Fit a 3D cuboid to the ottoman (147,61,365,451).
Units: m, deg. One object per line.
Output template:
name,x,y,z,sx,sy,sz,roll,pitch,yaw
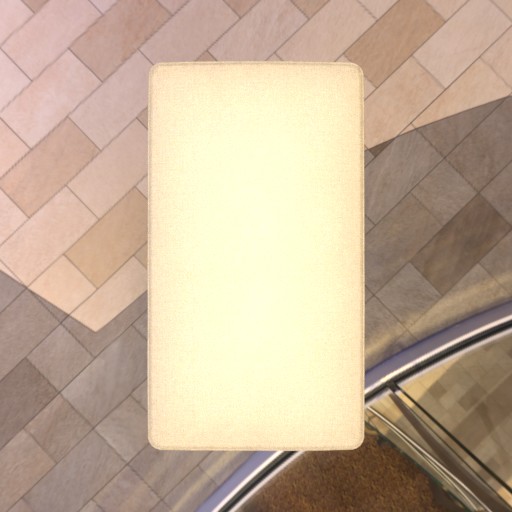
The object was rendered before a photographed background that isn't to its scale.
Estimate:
ottoman,0.000,0.000,1.410,0.617,0.461,1.097,0,90,0
